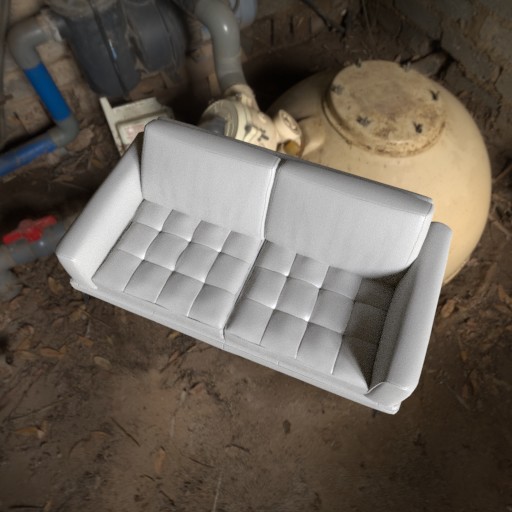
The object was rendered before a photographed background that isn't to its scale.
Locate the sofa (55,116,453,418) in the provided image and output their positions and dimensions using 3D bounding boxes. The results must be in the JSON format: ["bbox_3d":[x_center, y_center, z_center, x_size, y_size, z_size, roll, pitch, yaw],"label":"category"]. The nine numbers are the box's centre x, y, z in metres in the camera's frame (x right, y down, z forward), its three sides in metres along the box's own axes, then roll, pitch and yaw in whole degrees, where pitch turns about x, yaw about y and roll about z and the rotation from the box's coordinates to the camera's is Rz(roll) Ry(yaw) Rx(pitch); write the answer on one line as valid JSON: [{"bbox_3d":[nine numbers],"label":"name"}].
[{"bbox_3d":[0.000,0.000,2.727,2.177,0.930,1.121,19,62,11],"label":"sofa"}]
